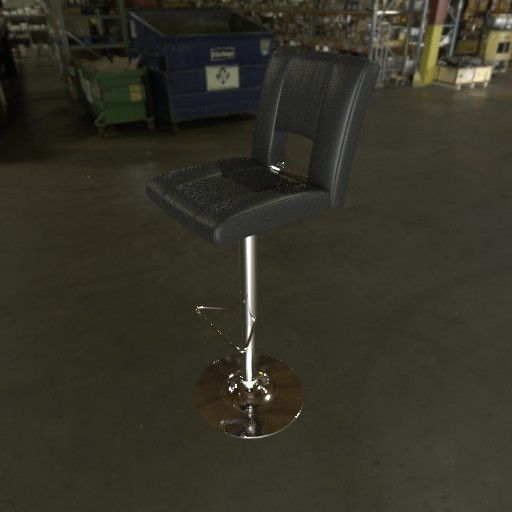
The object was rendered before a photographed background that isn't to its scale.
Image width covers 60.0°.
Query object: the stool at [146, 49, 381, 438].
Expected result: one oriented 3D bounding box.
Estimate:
[{"bbox_3d":[0.000,0.000,1.396,0.520,1.151,0.415,-20,35,-31],"label":"stool"}]
